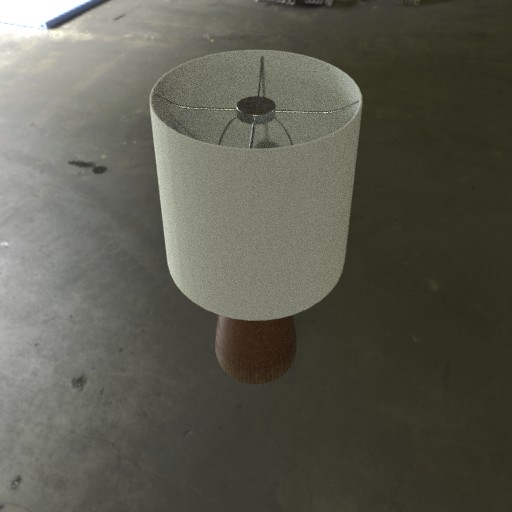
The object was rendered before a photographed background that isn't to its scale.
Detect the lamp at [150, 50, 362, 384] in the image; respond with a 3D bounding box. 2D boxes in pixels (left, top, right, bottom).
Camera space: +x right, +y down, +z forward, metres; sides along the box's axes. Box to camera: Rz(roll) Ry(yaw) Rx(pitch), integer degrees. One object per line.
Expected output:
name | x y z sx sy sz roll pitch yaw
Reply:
lamp | 0.000 0.000 0.478 0.186 0.369 0.186 0 46 0
